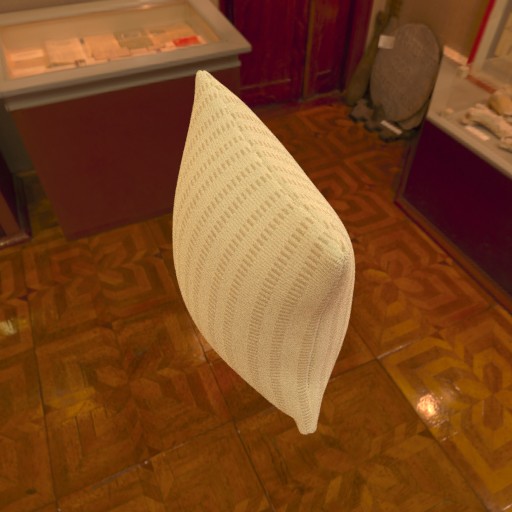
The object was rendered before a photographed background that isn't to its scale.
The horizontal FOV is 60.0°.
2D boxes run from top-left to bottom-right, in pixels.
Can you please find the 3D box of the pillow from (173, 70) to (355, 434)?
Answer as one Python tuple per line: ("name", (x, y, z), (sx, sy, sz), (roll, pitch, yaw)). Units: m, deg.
("pillow", (0.000, 0.000, 0.695), (0.247, 0.419, 0.438), (-17, 49, -15))
